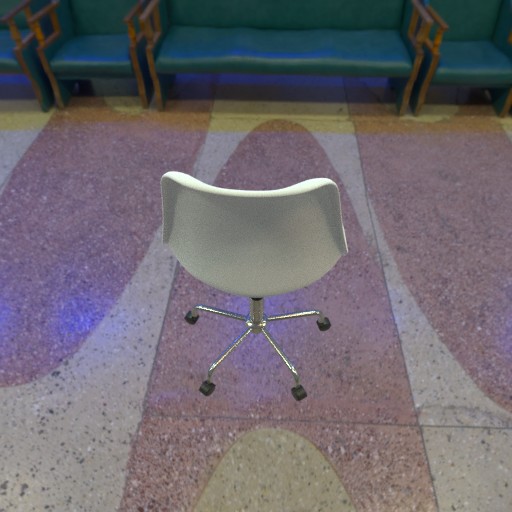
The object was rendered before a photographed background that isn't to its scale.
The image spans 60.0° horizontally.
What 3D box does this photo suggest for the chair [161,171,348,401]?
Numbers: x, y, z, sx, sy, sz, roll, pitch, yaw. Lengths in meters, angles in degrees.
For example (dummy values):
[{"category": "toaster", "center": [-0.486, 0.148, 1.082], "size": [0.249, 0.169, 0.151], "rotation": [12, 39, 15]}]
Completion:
[{"category": "chair", "center": [0.000, 0.000, 1.280], "size": [0.550, 0.930, 0.550], "rotation": [3, 48, 3]}]
